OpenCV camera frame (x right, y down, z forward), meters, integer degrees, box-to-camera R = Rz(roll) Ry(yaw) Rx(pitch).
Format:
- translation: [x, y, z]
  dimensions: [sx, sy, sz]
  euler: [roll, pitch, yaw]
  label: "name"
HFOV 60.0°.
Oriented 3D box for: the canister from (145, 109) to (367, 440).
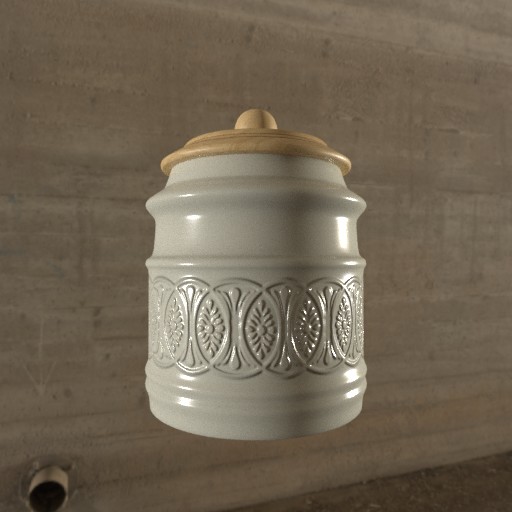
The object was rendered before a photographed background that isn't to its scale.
- translation: [0.000, 0.000, 0.268]
  dimensions: [0.130, 0.176, 0.130]
  euler: [0, -1, 0]
  label: "canister"
